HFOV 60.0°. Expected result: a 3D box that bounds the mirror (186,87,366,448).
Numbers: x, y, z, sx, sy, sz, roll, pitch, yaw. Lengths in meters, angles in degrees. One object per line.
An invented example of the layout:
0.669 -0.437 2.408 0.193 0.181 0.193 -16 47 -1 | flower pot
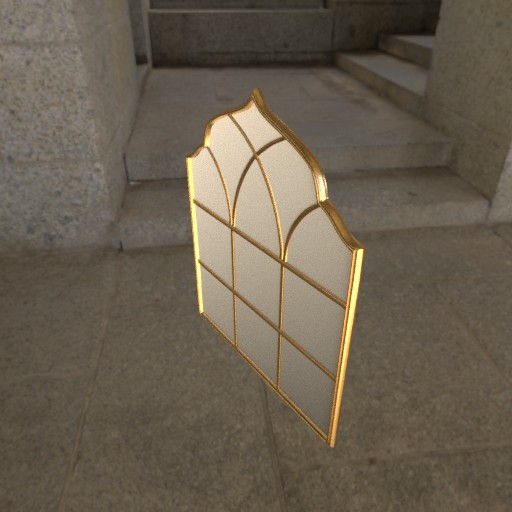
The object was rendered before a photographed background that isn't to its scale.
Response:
0.000 0.000 0.877 0.018 0.635 0.513 -22 38 -30 | mirror
